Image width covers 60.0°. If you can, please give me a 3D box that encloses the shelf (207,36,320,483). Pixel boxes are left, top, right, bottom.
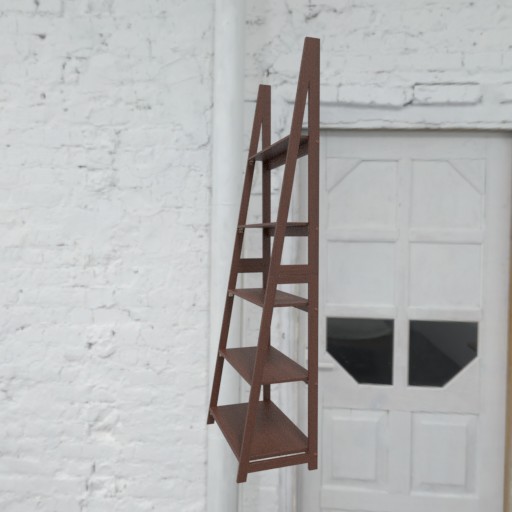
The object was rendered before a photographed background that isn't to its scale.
[{"bbox_3d":[0.000,0.000,2.048,0.350,1.770,0.600,-1,3,-18],"label":"shelf"}]
